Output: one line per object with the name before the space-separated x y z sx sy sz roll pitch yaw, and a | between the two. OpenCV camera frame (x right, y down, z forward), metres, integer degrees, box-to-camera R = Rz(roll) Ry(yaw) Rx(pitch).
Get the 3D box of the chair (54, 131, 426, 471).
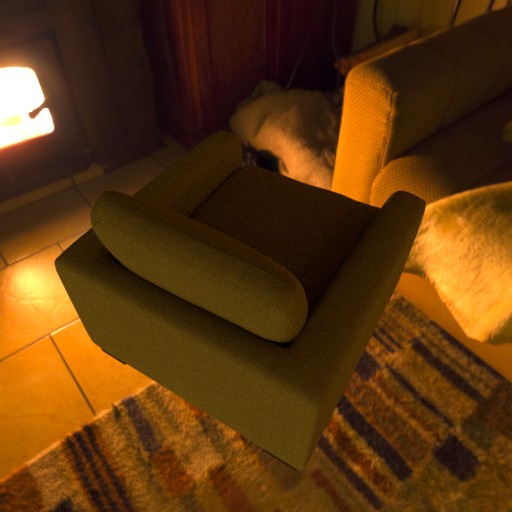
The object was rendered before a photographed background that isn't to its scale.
chair | 0.000 0.000 1.853 1.070 0.847 1.100 24 51 21
